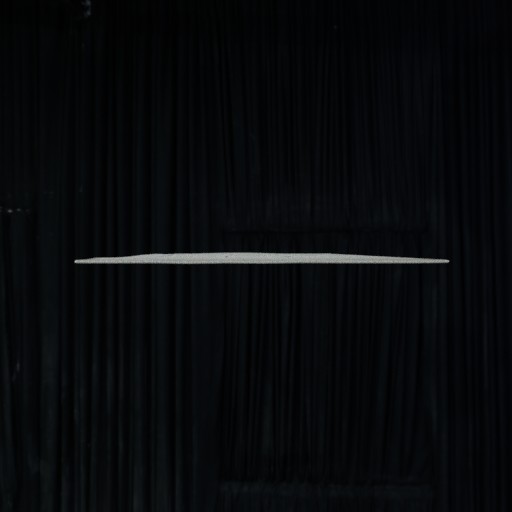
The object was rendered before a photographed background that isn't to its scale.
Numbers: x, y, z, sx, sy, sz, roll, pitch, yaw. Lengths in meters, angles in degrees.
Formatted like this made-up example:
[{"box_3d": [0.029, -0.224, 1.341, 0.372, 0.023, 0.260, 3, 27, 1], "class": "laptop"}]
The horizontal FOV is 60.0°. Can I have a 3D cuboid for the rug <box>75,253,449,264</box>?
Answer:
[{"box_3d": [0.000, 0.000, 1.032, 0.511, 0.008, 0.869, 0, 1, -1], "class": "rug"}]
